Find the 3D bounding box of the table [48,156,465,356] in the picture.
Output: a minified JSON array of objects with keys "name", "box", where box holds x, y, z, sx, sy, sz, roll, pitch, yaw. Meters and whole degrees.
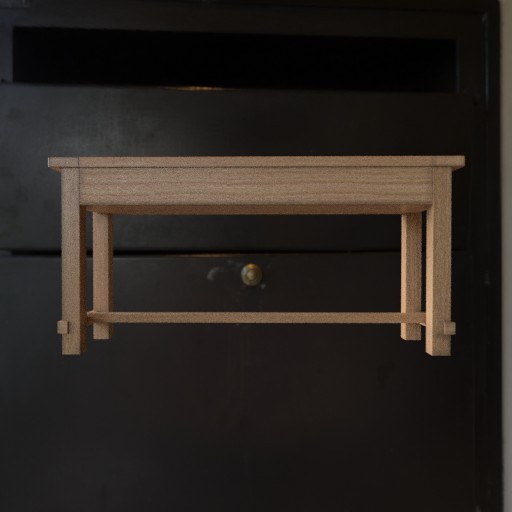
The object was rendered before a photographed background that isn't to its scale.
[{"name":"table","box":[0.000,0.000,1.915,1.599,0.762,0.442,0,0,1]}]
